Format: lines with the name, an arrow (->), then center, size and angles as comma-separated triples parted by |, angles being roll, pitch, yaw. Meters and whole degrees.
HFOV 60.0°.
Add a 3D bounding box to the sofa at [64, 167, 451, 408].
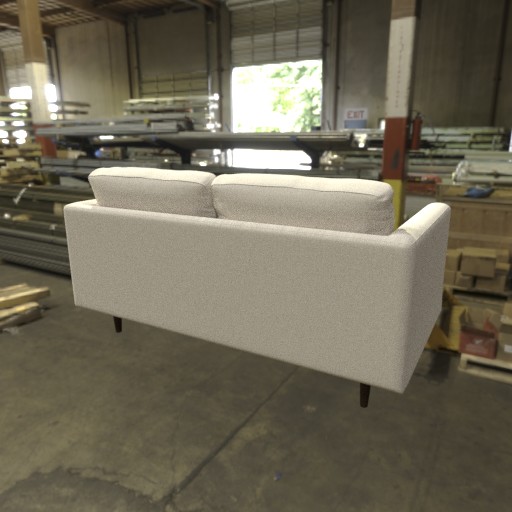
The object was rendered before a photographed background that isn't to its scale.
sofa -> 0.000, 0.000, 2.257 | 1.713, 0.893, 0.940 | 9, 18, 29
